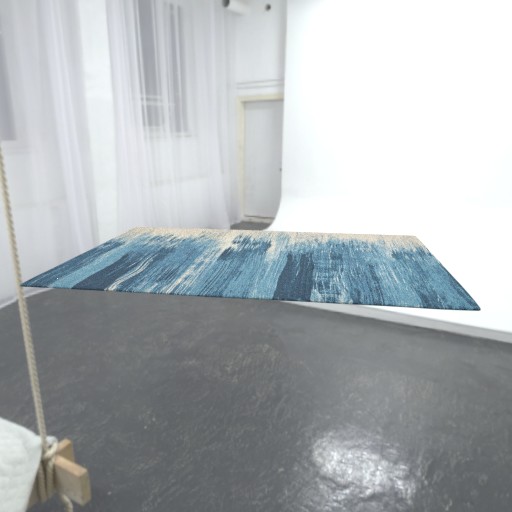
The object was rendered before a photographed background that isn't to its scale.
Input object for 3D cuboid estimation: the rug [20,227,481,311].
[{"bbox_3d":[0.000,0.000,2.305,1.836,0.009,1.232,2,16,8],"label":"rug"}]
